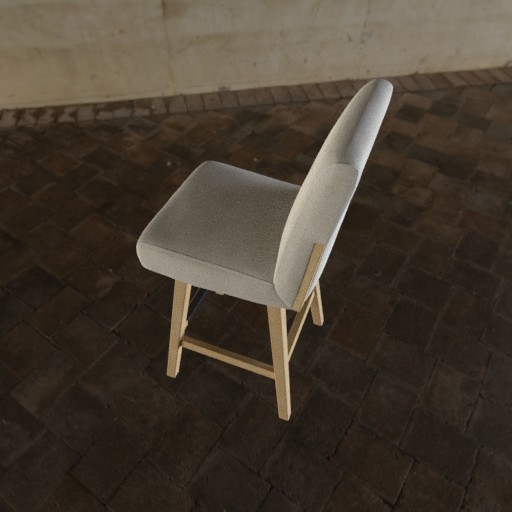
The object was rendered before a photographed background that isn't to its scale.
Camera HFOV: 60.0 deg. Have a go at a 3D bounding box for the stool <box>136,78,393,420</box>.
[{"bbox_3d":[0.000,0.000,1.324,0.543,1.015,0.446,16,48,15],"label":"stool"}]
